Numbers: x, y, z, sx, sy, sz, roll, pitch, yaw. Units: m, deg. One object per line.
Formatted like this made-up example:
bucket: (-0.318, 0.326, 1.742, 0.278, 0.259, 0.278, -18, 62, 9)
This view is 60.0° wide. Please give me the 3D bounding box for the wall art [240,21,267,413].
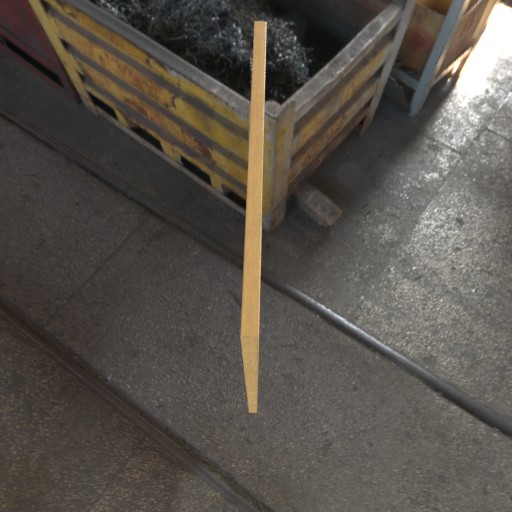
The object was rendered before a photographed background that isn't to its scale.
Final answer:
wall art: (0.000, 0.000, 1.368, 0.030, 1.002, 0.798, 1, 64, 1)
